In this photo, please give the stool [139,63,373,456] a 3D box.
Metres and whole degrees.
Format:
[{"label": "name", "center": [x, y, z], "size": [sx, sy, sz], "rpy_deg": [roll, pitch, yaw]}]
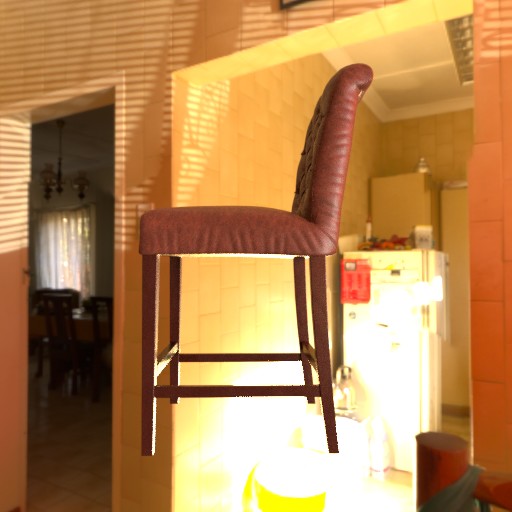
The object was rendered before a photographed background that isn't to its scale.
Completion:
[{"label": "stool", "center": [0.000, 0.000, 1.439], "size": [0.660, 1.084, 0.486], "rpy_deg": [0, -1, -1]}]
